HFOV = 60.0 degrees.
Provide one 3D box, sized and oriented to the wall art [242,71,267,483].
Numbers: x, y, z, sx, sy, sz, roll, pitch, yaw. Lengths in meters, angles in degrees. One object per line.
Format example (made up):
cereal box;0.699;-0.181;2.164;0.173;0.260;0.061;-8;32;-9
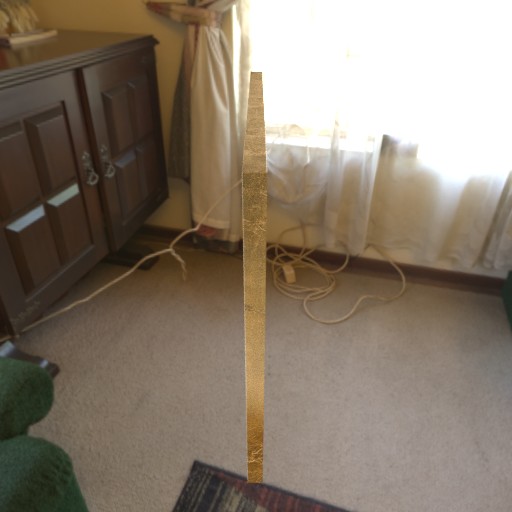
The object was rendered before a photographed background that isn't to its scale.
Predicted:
wall art;0.000;0.000;1.640;0.051;1.091;1.092;0;32;0
